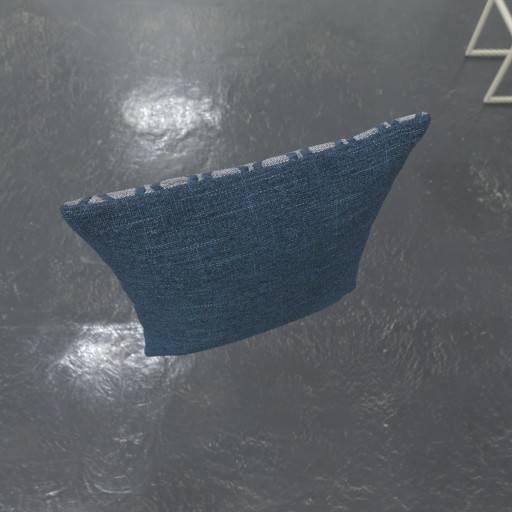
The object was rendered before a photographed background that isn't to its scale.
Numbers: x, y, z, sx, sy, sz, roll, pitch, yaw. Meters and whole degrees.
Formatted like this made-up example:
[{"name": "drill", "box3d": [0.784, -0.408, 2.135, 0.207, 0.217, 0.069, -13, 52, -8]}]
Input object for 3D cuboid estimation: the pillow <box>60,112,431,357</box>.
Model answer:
[{"name": "pillow", "box3d": [0.000, 0.000, 0.670, 0.435, 0.435, 0.159, -18, 60, -11]}]
